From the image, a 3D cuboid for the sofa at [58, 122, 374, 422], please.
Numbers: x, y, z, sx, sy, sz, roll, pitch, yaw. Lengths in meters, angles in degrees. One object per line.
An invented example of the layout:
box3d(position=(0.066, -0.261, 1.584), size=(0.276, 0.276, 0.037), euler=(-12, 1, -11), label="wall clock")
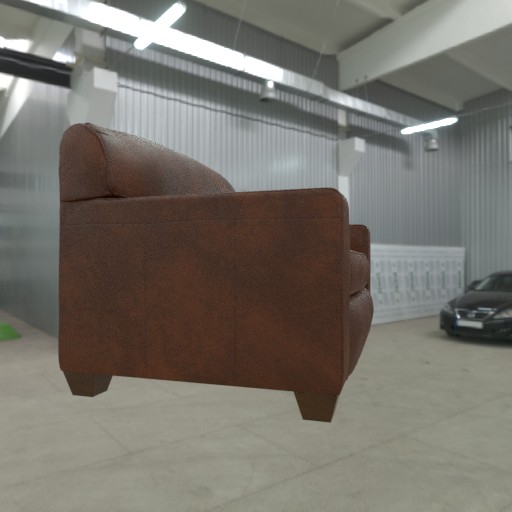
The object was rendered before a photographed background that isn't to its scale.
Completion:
box3d(position=(0.000, 0.000, 1.997), size=(1.000, 0.956, 1.413), euler=(0, -1, 17), label="sofa")
